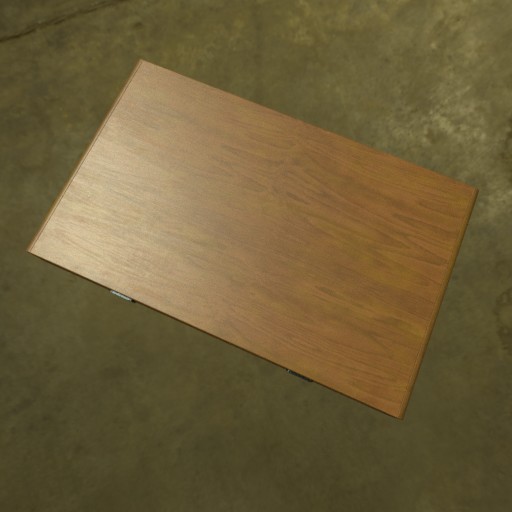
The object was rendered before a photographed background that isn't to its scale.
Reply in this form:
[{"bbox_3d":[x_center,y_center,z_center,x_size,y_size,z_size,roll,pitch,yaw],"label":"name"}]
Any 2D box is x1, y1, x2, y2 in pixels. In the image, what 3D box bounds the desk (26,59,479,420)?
[{"bbox_3d":[0.000,0.000,1.563,1.066,0.754,0.660,23,76,6],"label":"desk"}]
